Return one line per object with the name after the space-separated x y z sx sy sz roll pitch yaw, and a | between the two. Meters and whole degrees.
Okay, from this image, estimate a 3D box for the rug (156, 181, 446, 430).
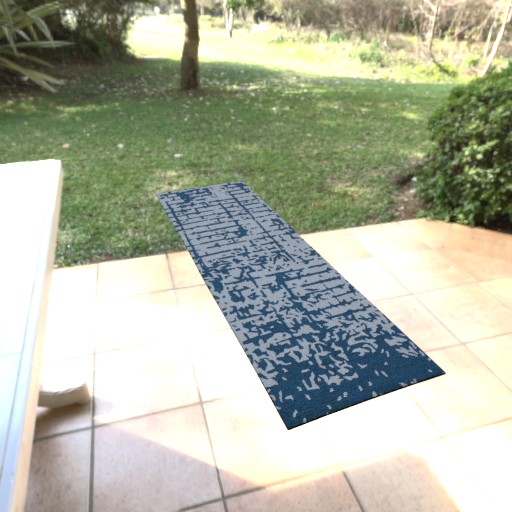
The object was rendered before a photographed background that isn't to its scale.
0.000 0.000 2.731 0.750 0.011 2.435 -12 33 -19 | rug
